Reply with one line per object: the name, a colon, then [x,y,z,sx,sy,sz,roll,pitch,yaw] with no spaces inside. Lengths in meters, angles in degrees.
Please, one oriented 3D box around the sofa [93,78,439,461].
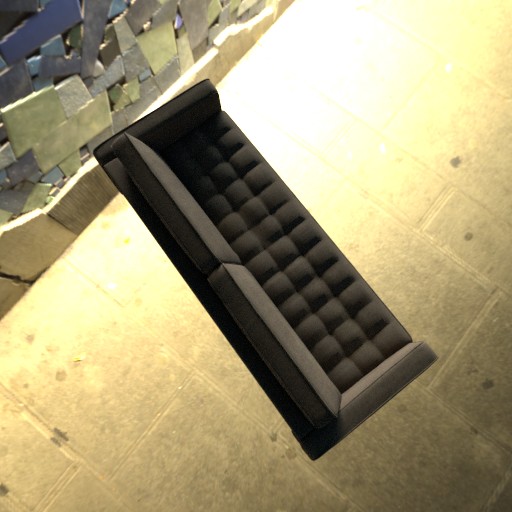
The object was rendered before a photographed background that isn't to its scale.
sofa: [0.000,0.000,2.787,0.923,0.813,2.295,-36,78,-9]
